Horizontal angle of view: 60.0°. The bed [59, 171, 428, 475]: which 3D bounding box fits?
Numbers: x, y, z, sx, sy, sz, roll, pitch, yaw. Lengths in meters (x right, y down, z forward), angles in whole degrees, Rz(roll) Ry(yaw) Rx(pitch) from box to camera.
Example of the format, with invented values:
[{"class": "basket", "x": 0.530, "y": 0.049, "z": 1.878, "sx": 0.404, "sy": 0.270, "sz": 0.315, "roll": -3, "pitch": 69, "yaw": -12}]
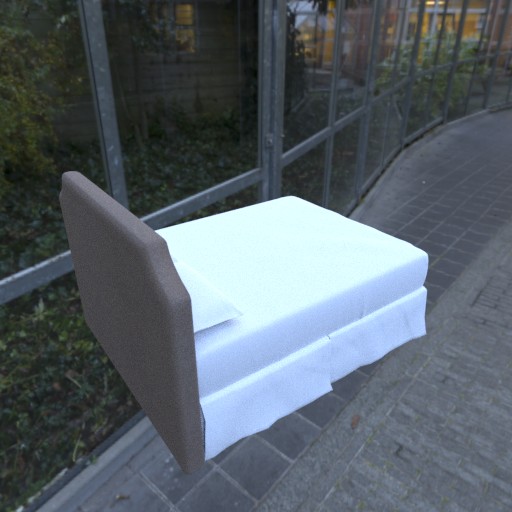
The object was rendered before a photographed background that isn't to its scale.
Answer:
[{"class": "bed", "x": 0.000, "y": 0.000, "z": 3.161, "sx": 2.116, "sy": 1.290, "sz": 1.693, "roll": -19, "pitch": 33, "yaw": -32}]
